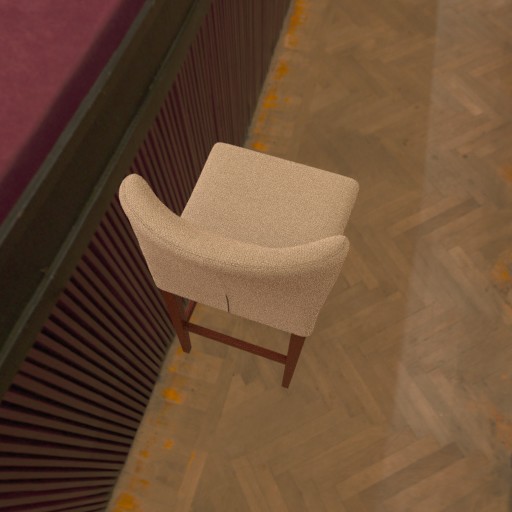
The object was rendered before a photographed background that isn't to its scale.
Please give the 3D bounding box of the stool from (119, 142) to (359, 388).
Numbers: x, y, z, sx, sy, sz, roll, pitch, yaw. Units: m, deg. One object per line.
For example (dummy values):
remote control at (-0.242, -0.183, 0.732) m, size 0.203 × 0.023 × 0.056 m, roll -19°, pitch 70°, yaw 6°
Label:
stool at (0.000, 0.000, 1.372) m, size 0.481 × 1.069 × 0.568 m, roll 17°, pitch 66°, yaw 8°
